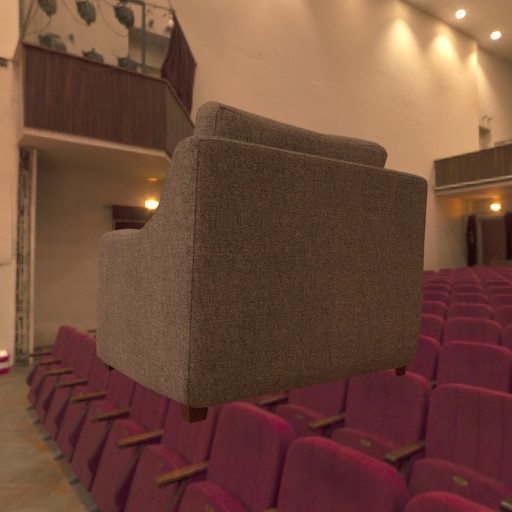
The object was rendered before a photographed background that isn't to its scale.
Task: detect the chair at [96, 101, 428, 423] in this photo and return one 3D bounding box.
[{"bbox_3d":[0.000,0.000,1.969,1.138,1.037,1.009,1,-2,-35],"label":"chair"}]
